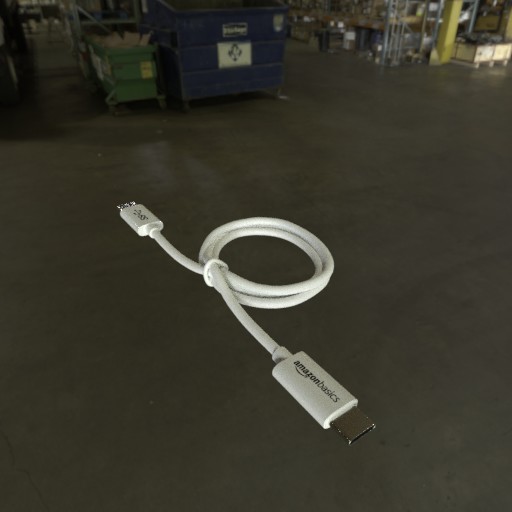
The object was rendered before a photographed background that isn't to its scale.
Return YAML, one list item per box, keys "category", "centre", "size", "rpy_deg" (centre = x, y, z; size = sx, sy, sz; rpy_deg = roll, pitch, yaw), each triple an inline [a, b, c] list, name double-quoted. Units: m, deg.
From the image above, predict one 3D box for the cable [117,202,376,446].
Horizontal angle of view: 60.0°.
- category: "cable"
  centre: [0.000, 0.000, 0.205]
  size: [0.070, 0.014, 0.186]
  rpy_deg: [-21, 38, -29]
